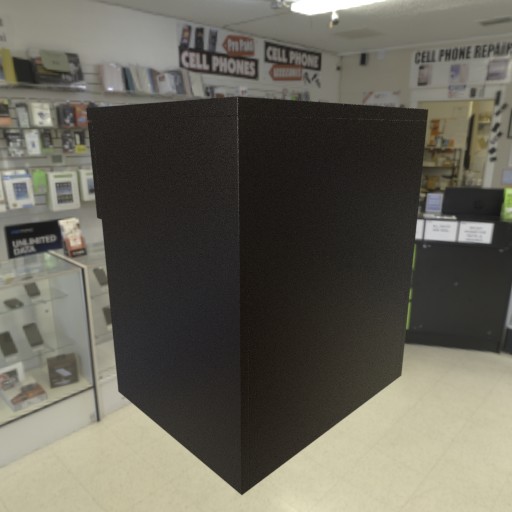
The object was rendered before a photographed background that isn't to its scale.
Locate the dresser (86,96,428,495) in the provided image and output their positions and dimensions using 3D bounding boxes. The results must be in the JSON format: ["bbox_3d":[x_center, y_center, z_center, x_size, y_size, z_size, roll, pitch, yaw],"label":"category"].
[{"bbox_3d":[0.000,0.000,0.745,0.400,0.470,0.360,-15,22,-42],"label":"dresser"}]
